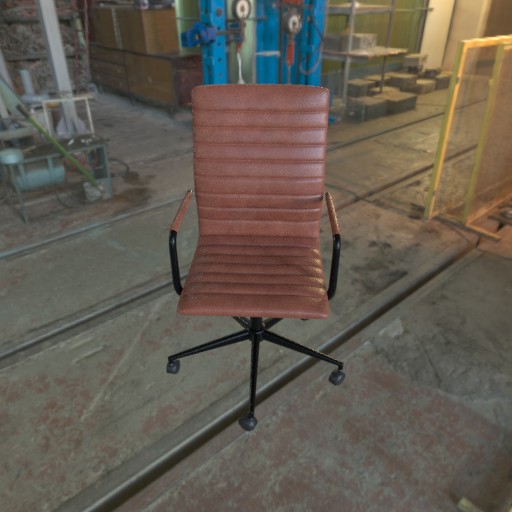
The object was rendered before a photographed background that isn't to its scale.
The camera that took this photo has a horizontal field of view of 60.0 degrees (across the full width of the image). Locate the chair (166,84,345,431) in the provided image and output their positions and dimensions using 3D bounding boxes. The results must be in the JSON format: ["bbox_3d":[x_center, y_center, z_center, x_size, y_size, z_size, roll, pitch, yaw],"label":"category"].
[{"bbox_3d":[0.000,0.000,1.326,0.600,0.878,0.578,1,31,2],"label":"chair"}]
